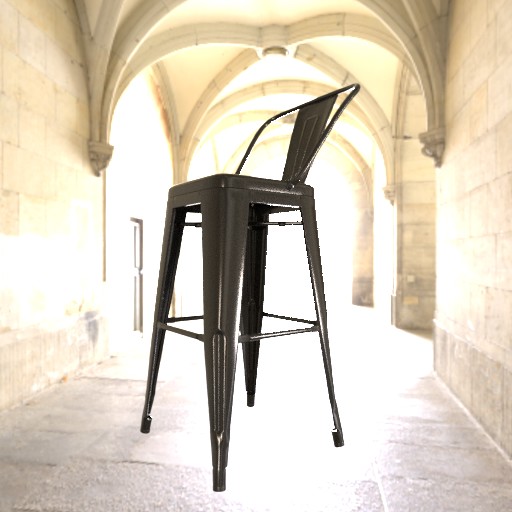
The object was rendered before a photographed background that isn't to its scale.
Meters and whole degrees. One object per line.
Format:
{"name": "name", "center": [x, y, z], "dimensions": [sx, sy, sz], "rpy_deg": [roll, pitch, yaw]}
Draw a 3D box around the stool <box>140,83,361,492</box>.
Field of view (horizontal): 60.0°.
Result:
{"name": "stool", "center": [0.000, 0.000, 1.269], "dimensions": [0.528, 1.022, 0.432], "rpy_deg": [0, 0, -37]}
